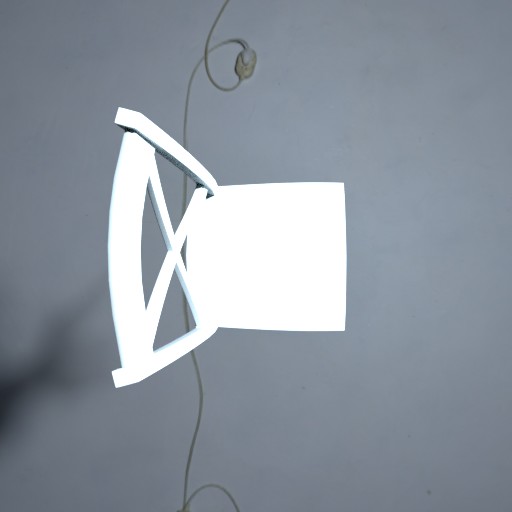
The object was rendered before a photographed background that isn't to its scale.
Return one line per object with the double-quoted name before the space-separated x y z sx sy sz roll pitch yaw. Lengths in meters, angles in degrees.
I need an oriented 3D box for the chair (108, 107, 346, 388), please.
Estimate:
"chair" 0.000 0.000 1.259 0.542 0.983 0.485 0 88 -1
